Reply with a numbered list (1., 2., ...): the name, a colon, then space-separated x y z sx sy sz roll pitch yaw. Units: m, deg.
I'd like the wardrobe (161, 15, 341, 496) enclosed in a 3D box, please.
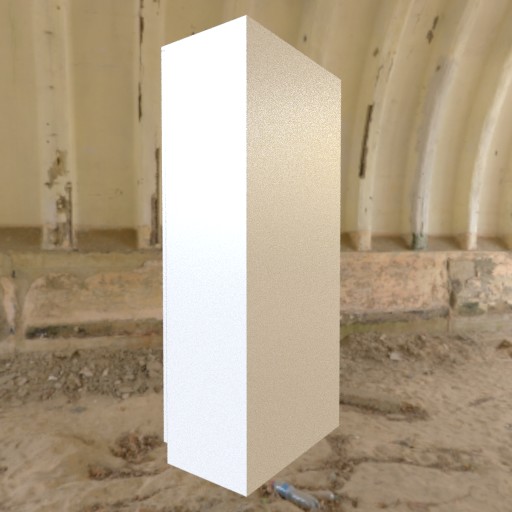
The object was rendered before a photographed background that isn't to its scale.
1. wardrobe: 0.000 0.000 2.008 0.470 1.700 0.760 1 2 36
